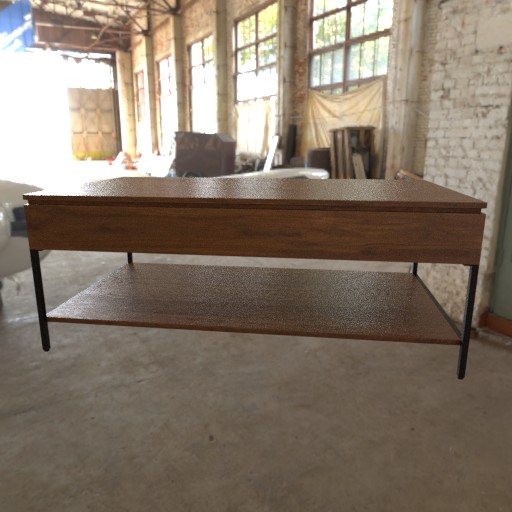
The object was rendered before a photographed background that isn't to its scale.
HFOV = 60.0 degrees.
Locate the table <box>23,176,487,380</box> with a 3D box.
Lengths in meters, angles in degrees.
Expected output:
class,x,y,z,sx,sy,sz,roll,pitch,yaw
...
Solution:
class,x,y,z,sx,sy,sz,roll,pitch,yaw
table,0.000,0.000,1.324,1.057,0.414,0.574,2,15,8
